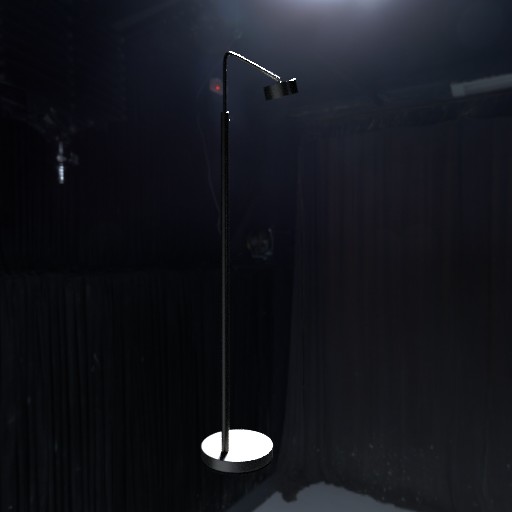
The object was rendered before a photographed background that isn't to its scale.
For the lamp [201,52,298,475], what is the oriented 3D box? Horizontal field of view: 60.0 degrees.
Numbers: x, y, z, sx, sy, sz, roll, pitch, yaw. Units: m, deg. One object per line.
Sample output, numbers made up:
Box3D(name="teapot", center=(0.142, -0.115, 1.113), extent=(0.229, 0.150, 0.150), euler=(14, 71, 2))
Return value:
Box3D(name="lamp", center=(0.000, 0.000, 1.449), extent=(0.222, 1.250, 0.421), euler=(1, 1, 36))
